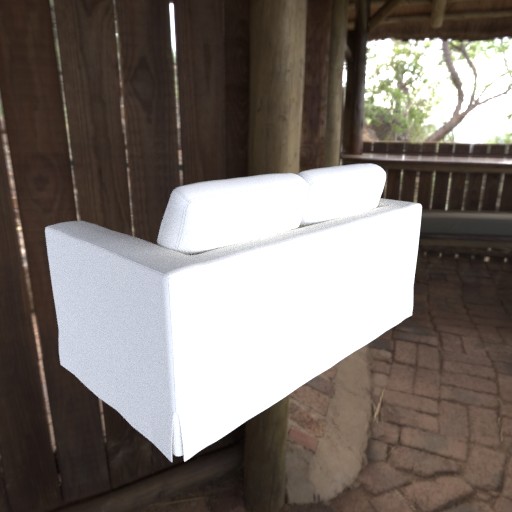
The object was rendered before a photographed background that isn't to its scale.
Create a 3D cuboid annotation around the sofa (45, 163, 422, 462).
[{"bbox_3d":[0.000,0.000,2.367,1.009,0.932,1.813,16,23,42],"label":"sofa"}]
